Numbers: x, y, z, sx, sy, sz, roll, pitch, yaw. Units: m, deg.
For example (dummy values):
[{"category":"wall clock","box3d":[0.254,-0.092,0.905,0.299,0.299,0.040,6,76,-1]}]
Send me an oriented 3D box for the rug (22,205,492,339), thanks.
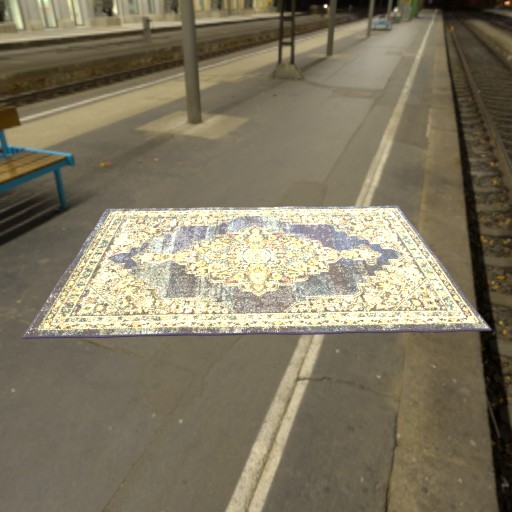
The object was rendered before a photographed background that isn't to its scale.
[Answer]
[{"category":"rug","box3d":[0.000,0.000,2.183,1.781,0.012,1.184,-1,30,-1]}]
